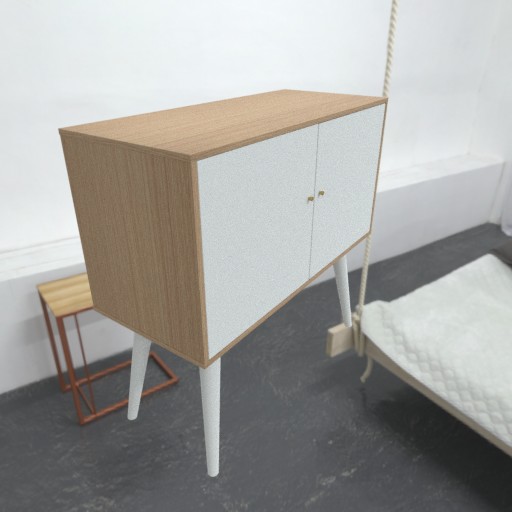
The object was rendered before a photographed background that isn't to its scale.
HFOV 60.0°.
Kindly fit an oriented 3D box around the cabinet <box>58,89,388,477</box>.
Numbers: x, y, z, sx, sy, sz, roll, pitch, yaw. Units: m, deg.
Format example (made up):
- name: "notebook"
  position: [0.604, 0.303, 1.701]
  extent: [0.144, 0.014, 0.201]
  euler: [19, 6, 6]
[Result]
- name: "cabinet"
  position: [0.000, 0.000, 1.608]
  extent: [0.470, 1.016, 1.057]
  euler: [18, 32, 32]
